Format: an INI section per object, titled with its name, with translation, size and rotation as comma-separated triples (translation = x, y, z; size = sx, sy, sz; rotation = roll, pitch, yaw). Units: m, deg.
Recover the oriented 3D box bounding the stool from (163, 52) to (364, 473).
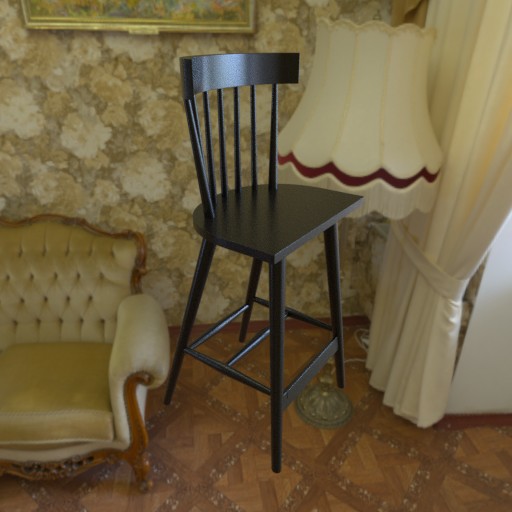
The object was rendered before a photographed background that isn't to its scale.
[stool]
translation = 0.000, 0.000, 1.324
size = 0.483, 1.092, 0.482
rotation = 18, 32, 32
